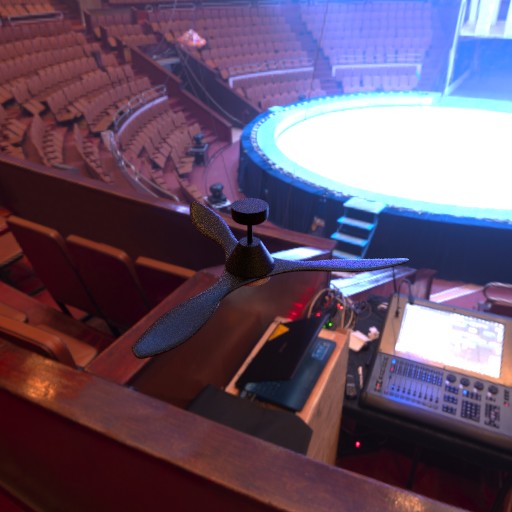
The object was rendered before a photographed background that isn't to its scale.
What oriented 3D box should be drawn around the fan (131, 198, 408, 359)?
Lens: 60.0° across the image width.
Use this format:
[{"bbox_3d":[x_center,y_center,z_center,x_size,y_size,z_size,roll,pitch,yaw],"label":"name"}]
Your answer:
[{"bbox_3d":[0.000,0.000,1.624,1.067,0.305,1.067,10,32,17],"label":"fan"}]
